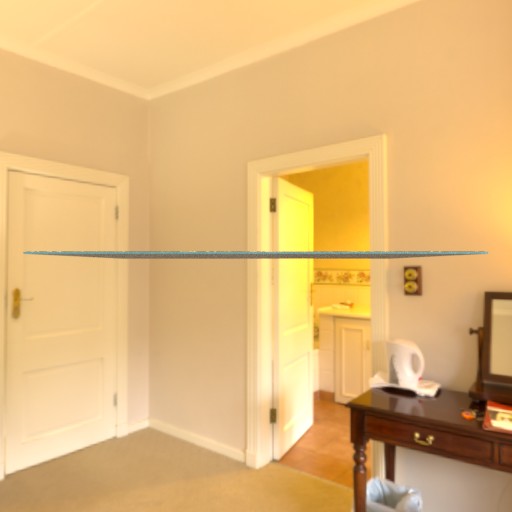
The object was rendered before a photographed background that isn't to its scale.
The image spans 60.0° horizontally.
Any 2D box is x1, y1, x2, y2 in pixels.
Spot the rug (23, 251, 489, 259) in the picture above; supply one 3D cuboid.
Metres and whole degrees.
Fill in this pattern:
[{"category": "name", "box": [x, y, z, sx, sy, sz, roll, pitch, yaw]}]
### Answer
[{"category": "rug", "box": [0.000, 0.000, 2.871, 2.205, 0.012, 1.554, 0, -1, 0]}]
